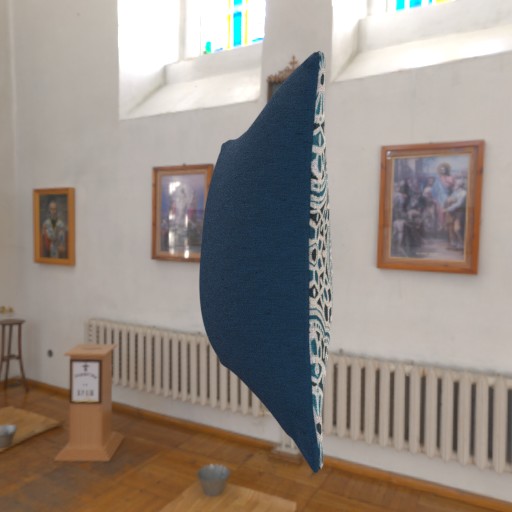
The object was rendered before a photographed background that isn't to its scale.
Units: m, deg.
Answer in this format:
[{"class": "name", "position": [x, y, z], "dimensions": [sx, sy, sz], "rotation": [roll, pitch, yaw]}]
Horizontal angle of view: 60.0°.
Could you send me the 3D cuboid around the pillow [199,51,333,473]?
[{"class": "pillow", "position": [0.000, 0.000, 0.640], "dimensions": [0.145, 0.420, 0.440], "rotation": [0, 1, -17]}]
